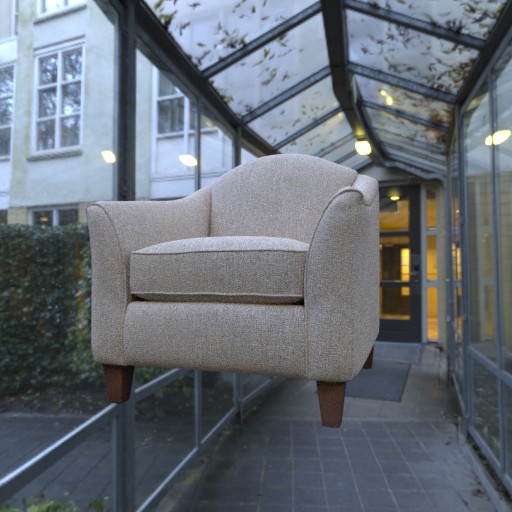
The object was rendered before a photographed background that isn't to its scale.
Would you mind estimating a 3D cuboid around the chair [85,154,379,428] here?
[{"bbox_3d":[0.000,0.000,1.469,0.763,0.839,0.787,-1,-2,18],"label":"chair"}]
